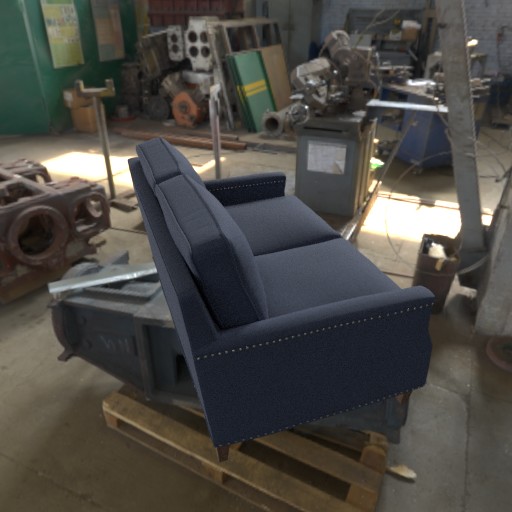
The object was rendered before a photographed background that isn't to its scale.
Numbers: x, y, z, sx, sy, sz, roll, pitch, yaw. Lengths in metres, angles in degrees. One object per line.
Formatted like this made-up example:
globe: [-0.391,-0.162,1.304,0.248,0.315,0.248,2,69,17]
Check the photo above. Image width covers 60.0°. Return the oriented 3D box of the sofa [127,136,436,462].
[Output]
sofa: [0.000,0.000,2.303,1.084,1.003,1.597,-10,31,-17]
